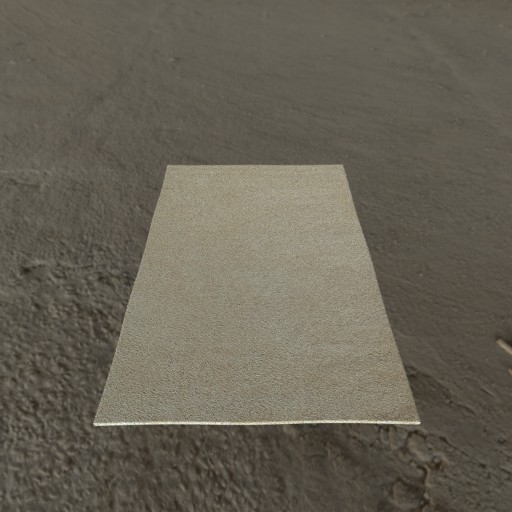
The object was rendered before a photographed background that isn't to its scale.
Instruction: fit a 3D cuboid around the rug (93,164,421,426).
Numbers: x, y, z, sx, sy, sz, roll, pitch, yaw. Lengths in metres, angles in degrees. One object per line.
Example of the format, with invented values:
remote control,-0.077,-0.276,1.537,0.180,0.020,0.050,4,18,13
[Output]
rug,0.000,0.000,2.917,1.500,0.025,2.346,0,41,0
